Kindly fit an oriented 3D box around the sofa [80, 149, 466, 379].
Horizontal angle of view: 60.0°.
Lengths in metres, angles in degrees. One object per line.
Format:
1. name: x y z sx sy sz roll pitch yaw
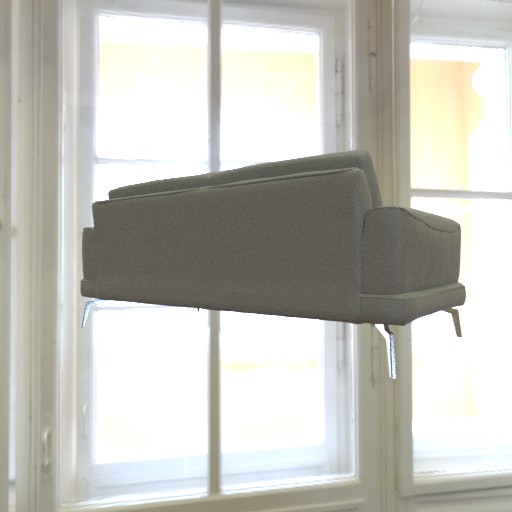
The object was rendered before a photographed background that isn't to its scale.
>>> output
1. sofa: 0.000 0.000 2.702 2.177 0.930 1.121 0 0 36
